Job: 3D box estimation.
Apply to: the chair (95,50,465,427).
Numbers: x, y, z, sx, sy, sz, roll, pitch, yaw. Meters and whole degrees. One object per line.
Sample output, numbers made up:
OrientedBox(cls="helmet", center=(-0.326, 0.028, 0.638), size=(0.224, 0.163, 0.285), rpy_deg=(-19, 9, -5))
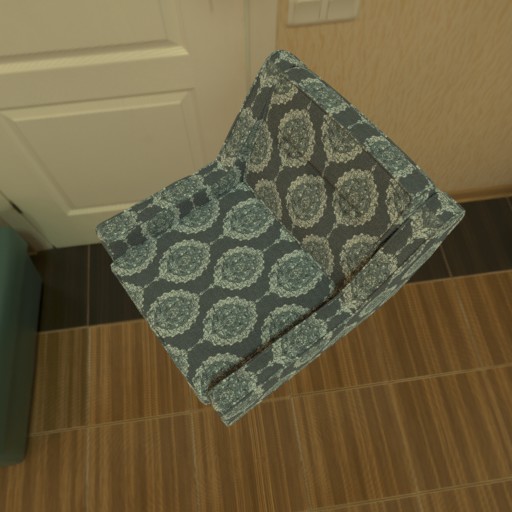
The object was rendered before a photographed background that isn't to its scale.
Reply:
OrientedBox(cls="chair", center=(0.000, 0.000, 1.334), size=(0.743, 0.792, 0.663), rpy_deg=(-34, 70, -15))
